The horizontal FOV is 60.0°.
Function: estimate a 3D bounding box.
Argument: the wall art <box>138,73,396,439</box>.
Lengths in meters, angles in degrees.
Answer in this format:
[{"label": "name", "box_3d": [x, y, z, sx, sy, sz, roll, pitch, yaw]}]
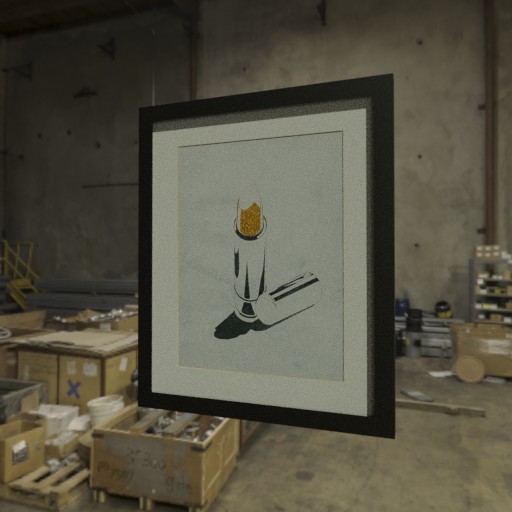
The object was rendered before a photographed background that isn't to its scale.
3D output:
[{"label": "wall art", "box_3d": [0.000, 0.000, 0.766, 0.457, 0.559, 0.029, 0, -1, 20]}]
